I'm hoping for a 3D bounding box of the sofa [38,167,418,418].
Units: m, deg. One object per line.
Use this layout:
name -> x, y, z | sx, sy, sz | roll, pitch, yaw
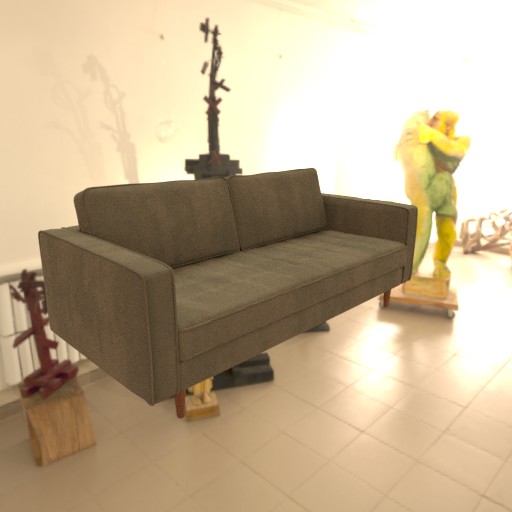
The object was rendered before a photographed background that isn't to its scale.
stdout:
sofa -> 0.000, 0.000, 2.377 | 0.924, 0.825, 1.920 | 15, 21, 43
